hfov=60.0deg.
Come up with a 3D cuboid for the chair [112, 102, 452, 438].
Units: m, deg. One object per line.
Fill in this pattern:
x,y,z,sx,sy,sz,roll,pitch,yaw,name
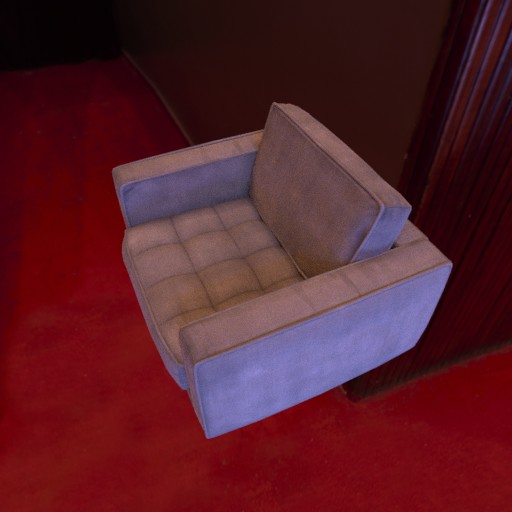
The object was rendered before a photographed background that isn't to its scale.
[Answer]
0.000,0.000,1.545,0.843,0.773,0.928,-19,48,-17,chair
